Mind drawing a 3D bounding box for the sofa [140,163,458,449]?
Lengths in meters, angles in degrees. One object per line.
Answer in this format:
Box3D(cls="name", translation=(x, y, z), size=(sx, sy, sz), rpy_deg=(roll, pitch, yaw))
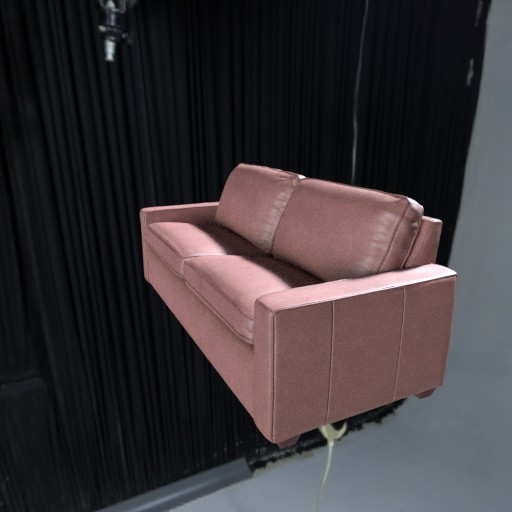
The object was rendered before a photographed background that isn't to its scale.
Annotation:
Box3D(cls="sofa", translation=(0.000, 0.000, 2.577), size=(0.940, 0.919, 2.080), rpy_deg=(-8, 19, -25))
